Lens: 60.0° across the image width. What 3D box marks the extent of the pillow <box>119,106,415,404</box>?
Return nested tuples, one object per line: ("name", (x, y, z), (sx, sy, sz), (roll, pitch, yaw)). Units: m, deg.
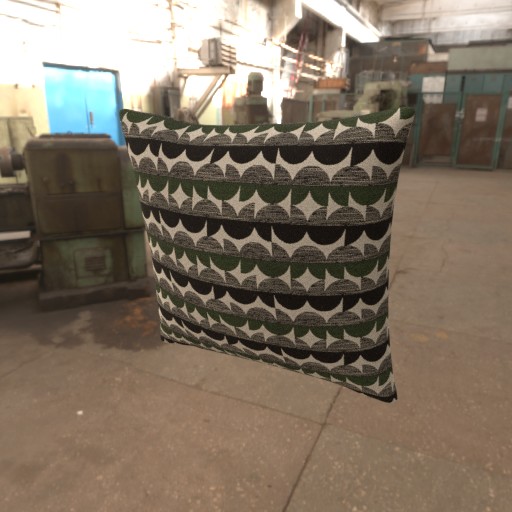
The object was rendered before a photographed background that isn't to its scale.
("pillow", (0.000, 0.000, 0.636), (0.419, 0.404, 0.180), (9, 19, 26))
